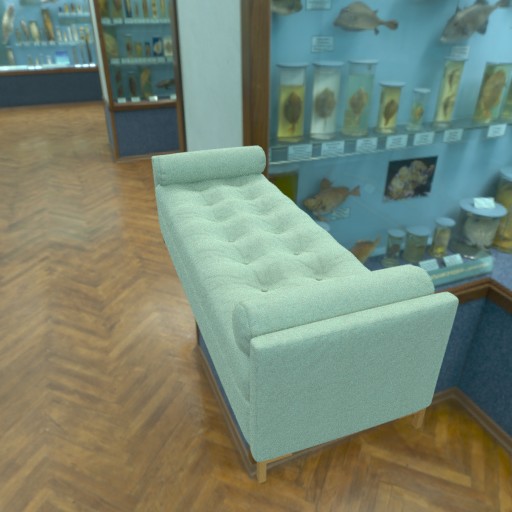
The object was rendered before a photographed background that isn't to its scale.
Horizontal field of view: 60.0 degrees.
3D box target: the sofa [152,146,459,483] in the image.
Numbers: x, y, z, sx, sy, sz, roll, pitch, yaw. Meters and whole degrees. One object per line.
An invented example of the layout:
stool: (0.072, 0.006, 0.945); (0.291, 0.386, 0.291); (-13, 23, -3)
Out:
sofa: (0.000, 0.000, 2.430); (0.796, 0.705, 2.102); (-10, 31, -17)
